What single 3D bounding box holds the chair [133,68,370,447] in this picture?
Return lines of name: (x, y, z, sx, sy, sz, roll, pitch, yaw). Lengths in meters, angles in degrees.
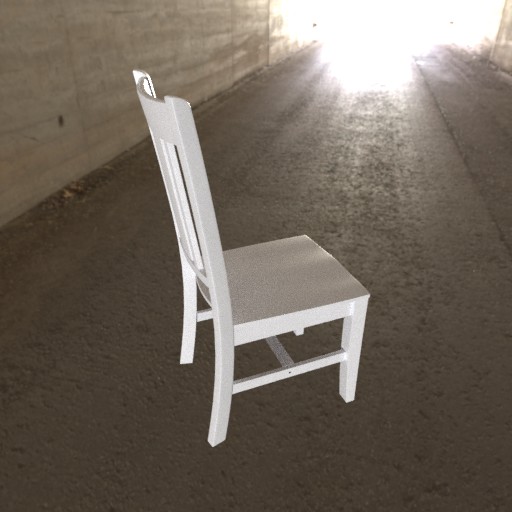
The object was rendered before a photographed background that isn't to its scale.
chair: (0.000, 0.000, 1.306, 0.555, 0.998, 0.450, -11, 31, -19)
